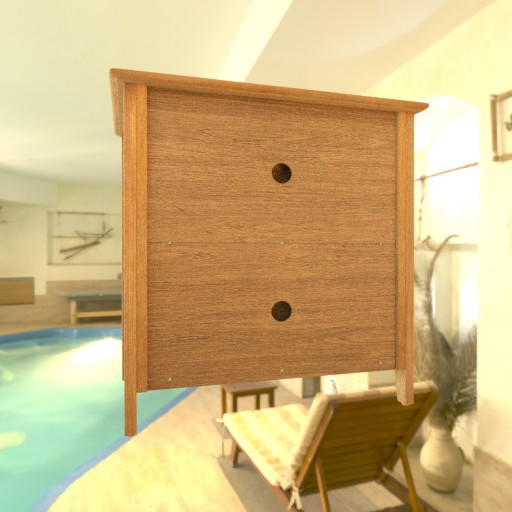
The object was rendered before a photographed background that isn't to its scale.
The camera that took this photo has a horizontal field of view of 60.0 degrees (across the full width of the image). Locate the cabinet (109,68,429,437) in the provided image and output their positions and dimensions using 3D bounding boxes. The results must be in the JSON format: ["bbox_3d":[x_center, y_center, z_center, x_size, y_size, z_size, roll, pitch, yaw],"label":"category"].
[{"bbox_3d":[0.000,0.000,1.238,0.763,0.762,0.503,0,0,-16],"label":"cabinet"}]
